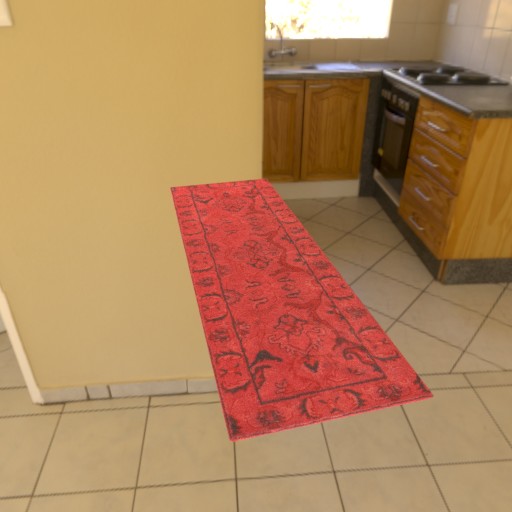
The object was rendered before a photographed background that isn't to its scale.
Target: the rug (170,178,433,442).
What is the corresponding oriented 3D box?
[{"bbox_3d":[0.000,0.000,2.659,0.813,0.018,2.439,-7,31,-12],"label":"rug"}]
